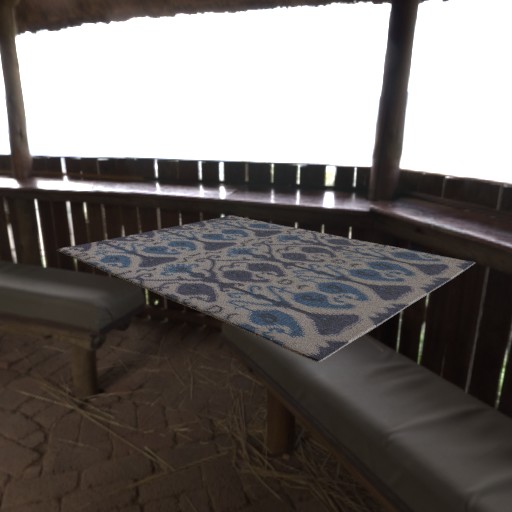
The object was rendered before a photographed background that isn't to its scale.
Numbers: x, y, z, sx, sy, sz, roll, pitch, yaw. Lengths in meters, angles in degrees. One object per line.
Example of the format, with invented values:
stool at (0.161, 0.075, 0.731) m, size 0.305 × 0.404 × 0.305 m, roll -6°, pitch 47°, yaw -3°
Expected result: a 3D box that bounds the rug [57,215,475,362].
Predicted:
rug at (0.000, 0.000, 4.255) m, size 3.228 × 0.024 × 2.443 m, roll 15°, pitch 22°, yaw 41°
